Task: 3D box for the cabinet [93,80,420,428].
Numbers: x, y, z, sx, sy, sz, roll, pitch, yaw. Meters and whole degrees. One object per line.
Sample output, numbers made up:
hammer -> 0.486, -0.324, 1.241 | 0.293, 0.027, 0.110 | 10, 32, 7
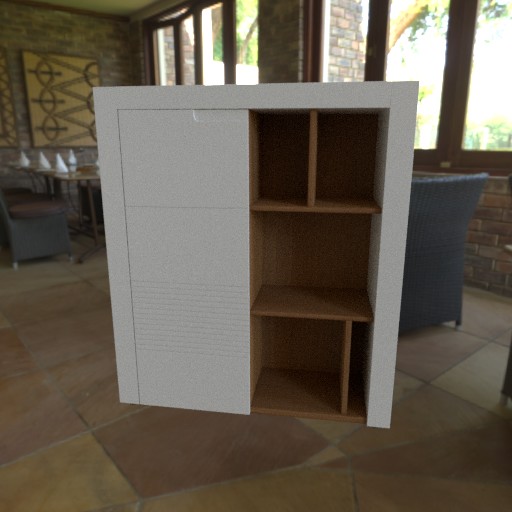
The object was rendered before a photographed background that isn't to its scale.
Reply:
cabinet -> 0.000, 0.000, 1.633 | 0.990, 1.150, 0.348 | 2, 15, 9
